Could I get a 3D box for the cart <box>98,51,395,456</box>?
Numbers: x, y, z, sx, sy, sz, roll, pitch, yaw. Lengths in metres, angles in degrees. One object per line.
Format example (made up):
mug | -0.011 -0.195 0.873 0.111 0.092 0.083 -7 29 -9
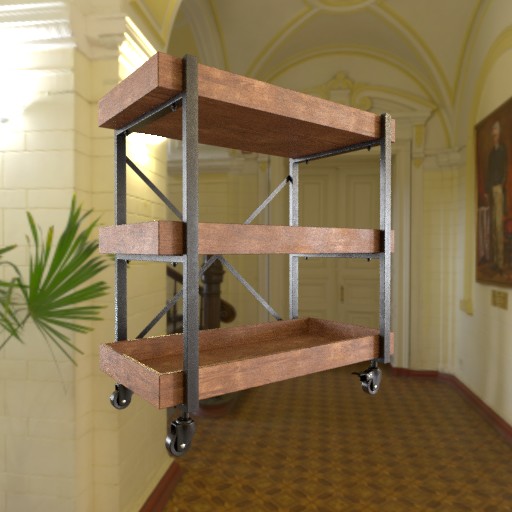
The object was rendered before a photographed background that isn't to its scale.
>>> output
cart | 0.000 0.000 1.229 0.750 0.800 0.411 -1 1 -37
